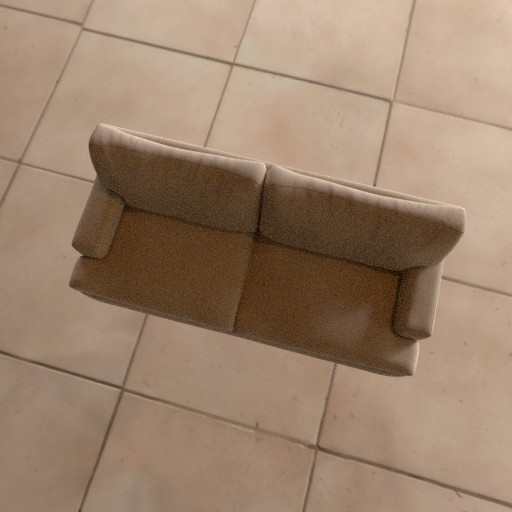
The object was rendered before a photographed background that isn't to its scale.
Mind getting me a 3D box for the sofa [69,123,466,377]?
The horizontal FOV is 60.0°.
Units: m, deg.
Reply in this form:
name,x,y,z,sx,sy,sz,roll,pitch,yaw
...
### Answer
name,x,y,z,sx,sy,sz,roll,pitch,yaw
sofa,0.000,0.000,2.638,2.147,0.925,0.929,14,75,4
